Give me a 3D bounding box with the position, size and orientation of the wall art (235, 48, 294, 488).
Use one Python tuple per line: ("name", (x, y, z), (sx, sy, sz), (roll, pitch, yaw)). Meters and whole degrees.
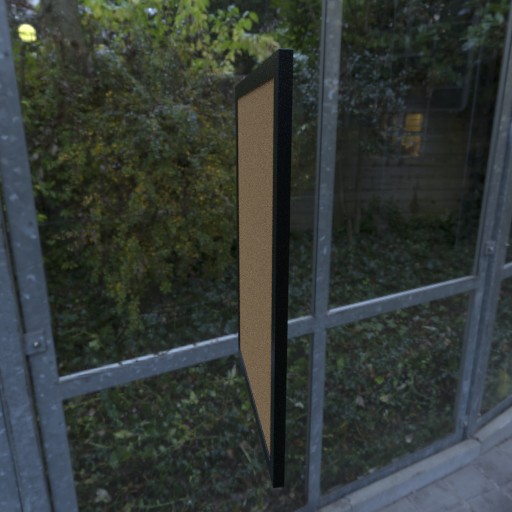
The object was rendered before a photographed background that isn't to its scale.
("wall art", (0.000, 0.000, 0.853), (0.019, 0.656, 0.462), (-2, 16, -9))
